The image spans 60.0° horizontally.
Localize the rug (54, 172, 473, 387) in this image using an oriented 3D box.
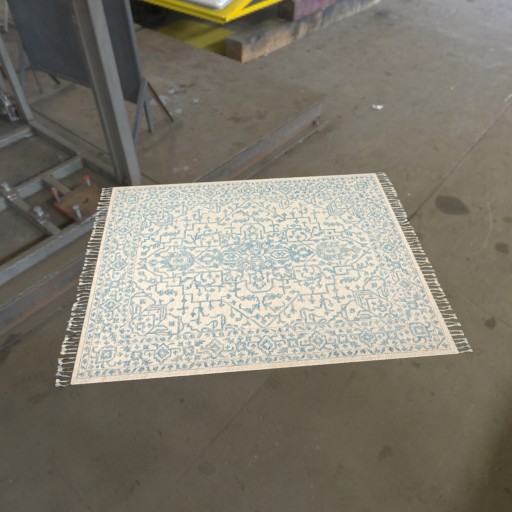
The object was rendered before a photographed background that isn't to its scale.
[{"bbox_3d":[0.000,0.000,4.297,3.327,0.010,2.464,-4,46,-4],"label":"rug"}]
